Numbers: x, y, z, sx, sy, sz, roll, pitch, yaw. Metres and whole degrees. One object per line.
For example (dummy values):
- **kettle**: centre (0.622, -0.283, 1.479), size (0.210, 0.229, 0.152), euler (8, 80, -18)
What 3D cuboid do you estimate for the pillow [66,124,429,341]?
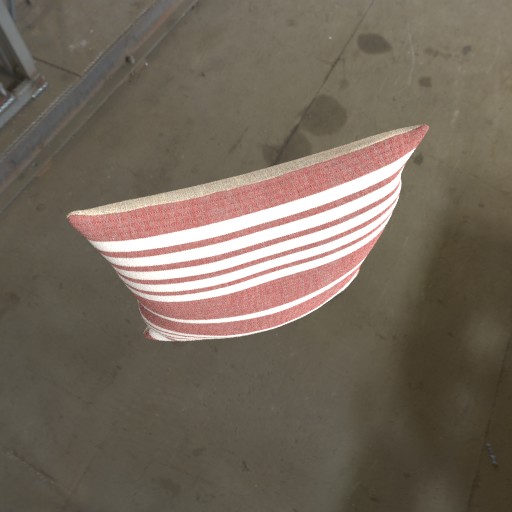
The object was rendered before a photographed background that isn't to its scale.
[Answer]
- **pillow**: centre (0.000, 0.000, 0.680), size (0.439, 0.427, 0.182), euler (-16, 64, -8)
